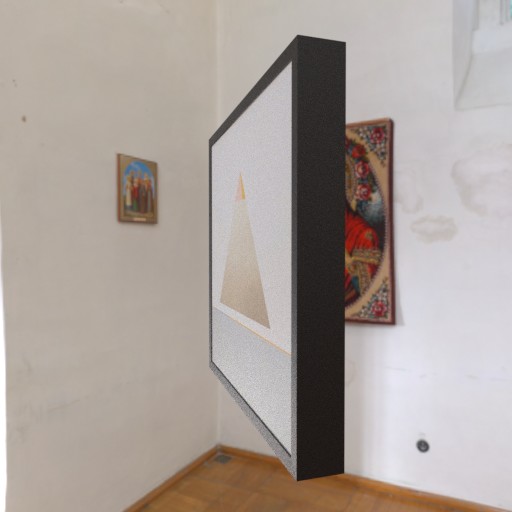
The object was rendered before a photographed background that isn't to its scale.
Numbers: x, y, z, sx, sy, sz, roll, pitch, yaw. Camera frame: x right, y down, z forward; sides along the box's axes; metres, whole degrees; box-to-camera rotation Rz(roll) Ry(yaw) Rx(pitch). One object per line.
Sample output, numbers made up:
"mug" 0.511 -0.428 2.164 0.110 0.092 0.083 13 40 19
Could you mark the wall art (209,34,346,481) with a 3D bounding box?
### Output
"wall art" 0.000 0.000 0.450 0.037 0.303 0.304 0 1 -17
